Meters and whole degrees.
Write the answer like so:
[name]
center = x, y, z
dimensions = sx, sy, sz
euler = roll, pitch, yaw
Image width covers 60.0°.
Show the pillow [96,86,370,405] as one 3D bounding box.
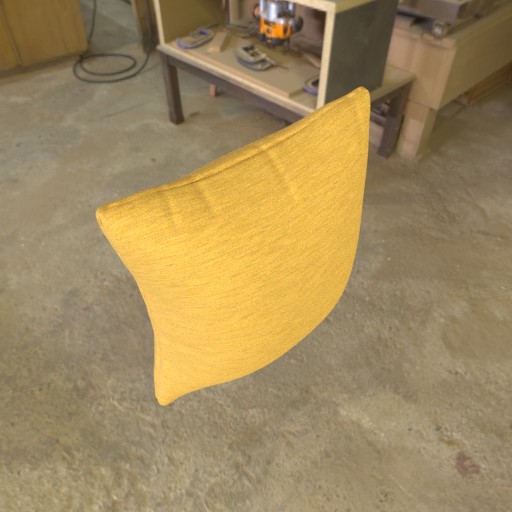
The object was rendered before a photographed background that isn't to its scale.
[pillow]
center = 0.000, 0.000, 0.692
dimensions = 0.435, 0.417, 0.247
euler = -32, 54, -27
